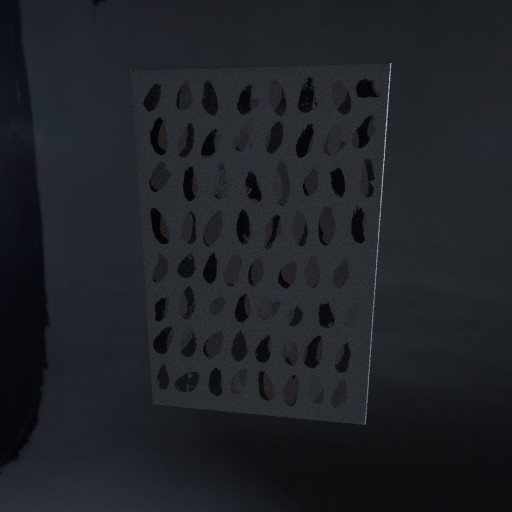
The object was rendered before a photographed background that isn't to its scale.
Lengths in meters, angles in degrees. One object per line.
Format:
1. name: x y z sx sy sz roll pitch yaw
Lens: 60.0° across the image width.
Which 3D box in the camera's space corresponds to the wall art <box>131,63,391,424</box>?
1. wall art: 0.000 0.000 0.768 0.405 0.608 0.025 2 15 9
